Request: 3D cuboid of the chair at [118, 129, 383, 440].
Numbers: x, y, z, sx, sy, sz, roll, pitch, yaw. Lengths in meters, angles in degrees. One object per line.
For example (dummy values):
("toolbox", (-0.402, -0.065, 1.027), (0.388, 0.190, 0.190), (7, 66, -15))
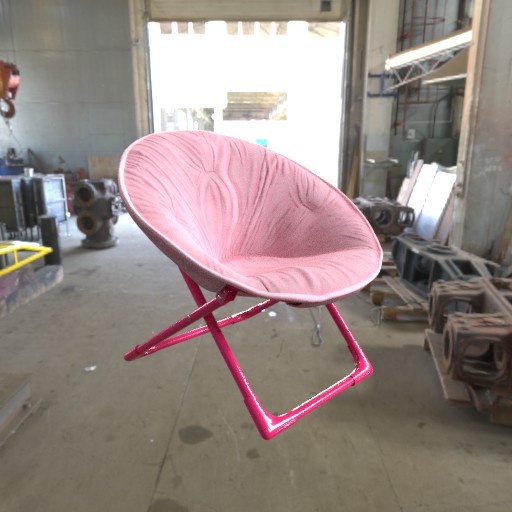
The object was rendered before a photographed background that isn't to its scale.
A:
("chair", (0.000, 0.000, 0.884), (0.522, 0.494, 0.459), (-13, 19, -42))
